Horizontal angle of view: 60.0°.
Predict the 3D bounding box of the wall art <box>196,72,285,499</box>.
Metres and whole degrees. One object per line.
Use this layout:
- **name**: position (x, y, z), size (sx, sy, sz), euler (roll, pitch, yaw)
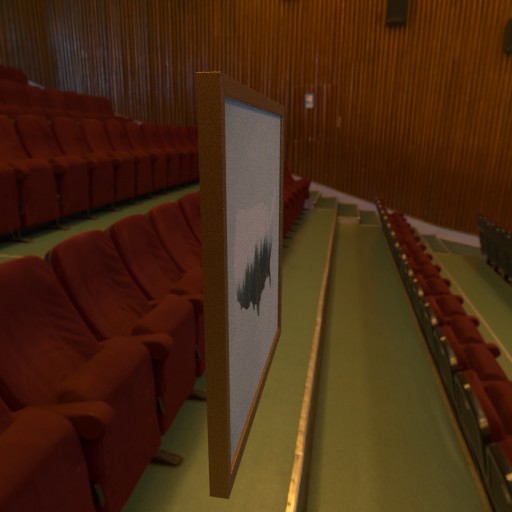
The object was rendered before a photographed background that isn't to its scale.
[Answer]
- **wall art**: position (0.000, 0.000, 1.115), size (0.038, 0.762, 0.762), euler (3, 15, 10)
